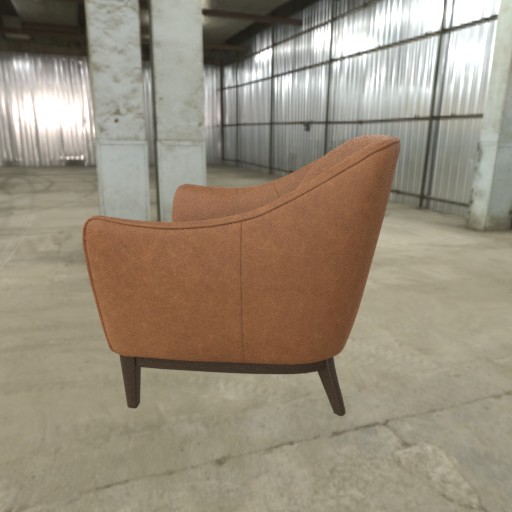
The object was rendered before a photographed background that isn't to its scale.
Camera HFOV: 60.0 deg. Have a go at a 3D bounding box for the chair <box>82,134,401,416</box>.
[{"bbox_3d":[0.000,0.000,1.573,0.852,0.830,0.871,2,15,8],"label":"chair"}]
